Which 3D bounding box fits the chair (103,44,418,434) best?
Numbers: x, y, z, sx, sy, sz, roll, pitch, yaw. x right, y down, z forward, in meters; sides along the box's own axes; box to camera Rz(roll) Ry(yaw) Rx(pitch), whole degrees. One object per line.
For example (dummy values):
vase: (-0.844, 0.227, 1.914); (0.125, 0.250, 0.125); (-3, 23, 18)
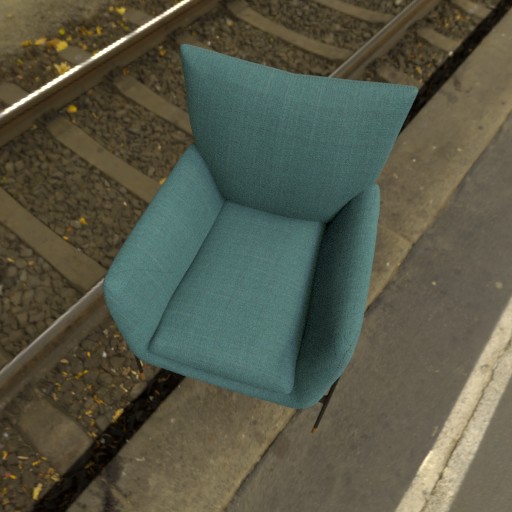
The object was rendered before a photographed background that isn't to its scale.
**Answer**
chair: (0.000, 0.000, 1.378); (0.678, 0.859, 0.769); (15, 59, 9)
